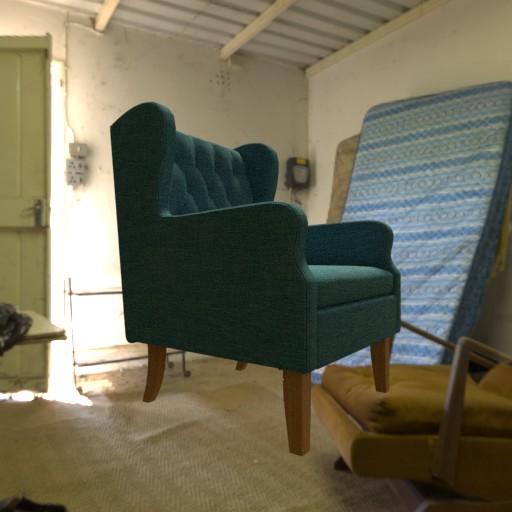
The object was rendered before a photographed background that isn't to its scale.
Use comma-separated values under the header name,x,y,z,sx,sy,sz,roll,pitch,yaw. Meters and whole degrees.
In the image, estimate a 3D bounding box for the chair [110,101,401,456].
name,x,y,z,sx,sy,sz,roll,pitch,yaw
chair,0.000,0.000,1.511,0.775,0.952,0.711,0,0,35
